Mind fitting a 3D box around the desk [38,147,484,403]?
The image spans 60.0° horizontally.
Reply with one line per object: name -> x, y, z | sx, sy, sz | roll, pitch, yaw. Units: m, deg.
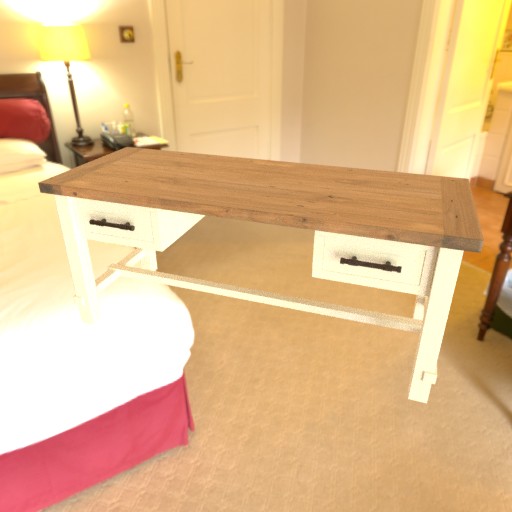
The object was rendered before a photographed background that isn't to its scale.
desk -> 0.000, 0.000, 2.163 | 1.803, 0.762, 0.688 | 9, 29, 17
